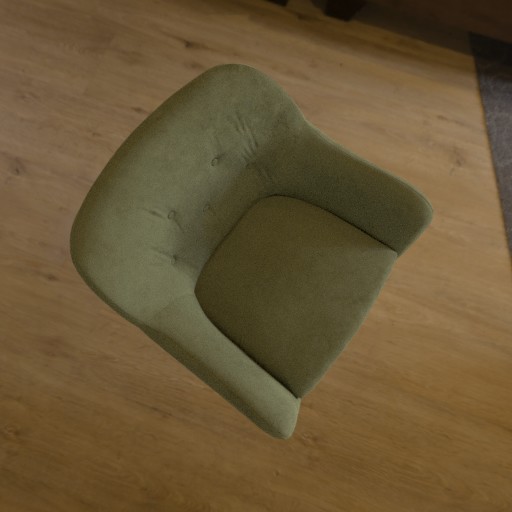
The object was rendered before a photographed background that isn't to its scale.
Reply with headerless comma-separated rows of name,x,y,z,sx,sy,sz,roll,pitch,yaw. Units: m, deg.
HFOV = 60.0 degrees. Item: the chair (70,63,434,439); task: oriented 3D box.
chair,0.000,0.000,1.487,0.819,0.804,0.840,35,77,9
